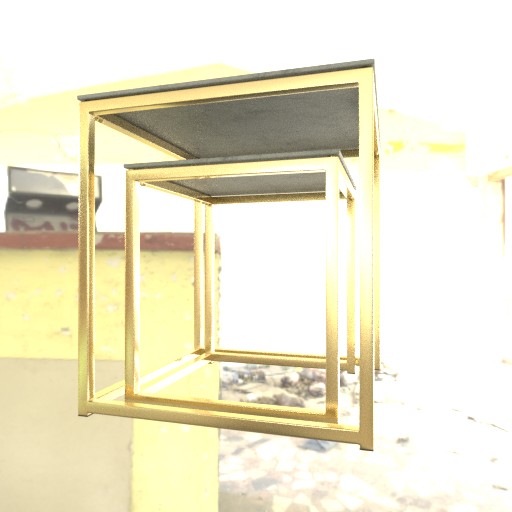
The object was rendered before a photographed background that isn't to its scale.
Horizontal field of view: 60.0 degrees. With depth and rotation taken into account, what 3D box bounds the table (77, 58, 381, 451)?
[{"bbox_3d":[0.000,0.000,0.841,0.450,0.500,0.450,0,0,17],"label":"table"}]
